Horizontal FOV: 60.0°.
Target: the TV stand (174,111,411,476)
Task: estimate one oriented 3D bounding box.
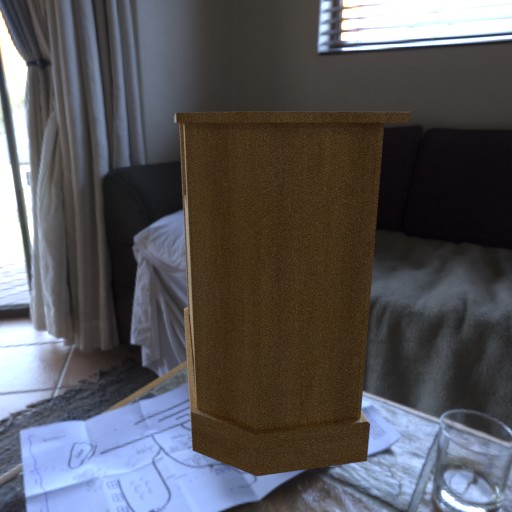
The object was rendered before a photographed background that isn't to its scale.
[{"bbox_3d":[0.000,0.000,1.292,0.425,0.781,0.851,-3,17,-10],"label":"TV stand"}]
